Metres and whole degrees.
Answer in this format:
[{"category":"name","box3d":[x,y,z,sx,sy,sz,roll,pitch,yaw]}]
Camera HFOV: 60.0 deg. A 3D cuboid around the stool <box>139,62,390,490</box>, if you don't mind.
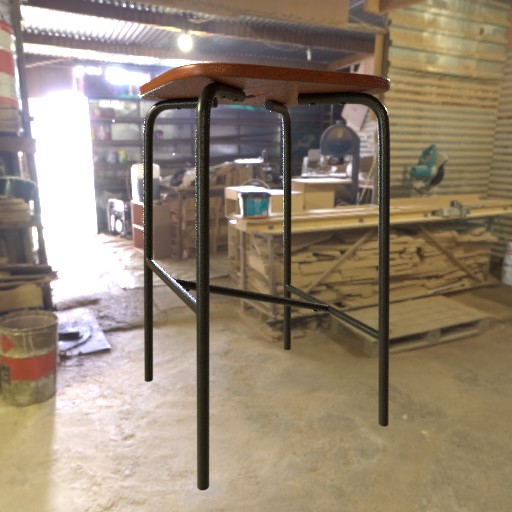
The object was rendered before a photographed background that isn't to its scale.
[{"category":"stool","box3d":[0.000,0.000,0.840,0.376,0.610,0.376,-7,15,-26]}]
